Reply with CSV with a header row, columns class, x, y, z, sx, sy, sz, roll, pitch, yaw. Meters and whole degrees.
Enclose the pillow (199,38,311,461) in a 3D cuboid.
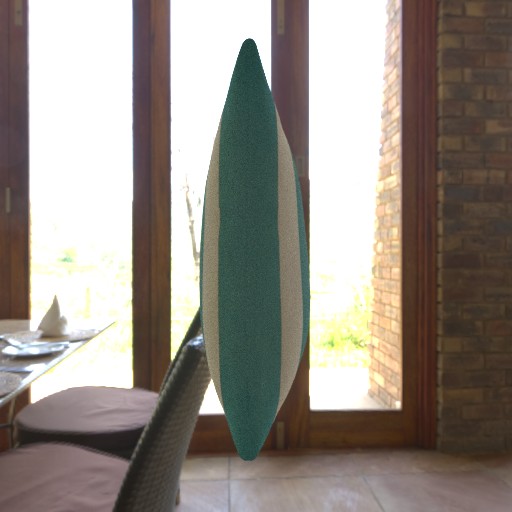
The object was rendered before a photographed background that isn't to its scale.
class,x,y,z,sx,sy,sz,roll,pitch,yaw
pillow,0.000,0.000,0.794,0.189,0.526,0.536,0,0,-1
